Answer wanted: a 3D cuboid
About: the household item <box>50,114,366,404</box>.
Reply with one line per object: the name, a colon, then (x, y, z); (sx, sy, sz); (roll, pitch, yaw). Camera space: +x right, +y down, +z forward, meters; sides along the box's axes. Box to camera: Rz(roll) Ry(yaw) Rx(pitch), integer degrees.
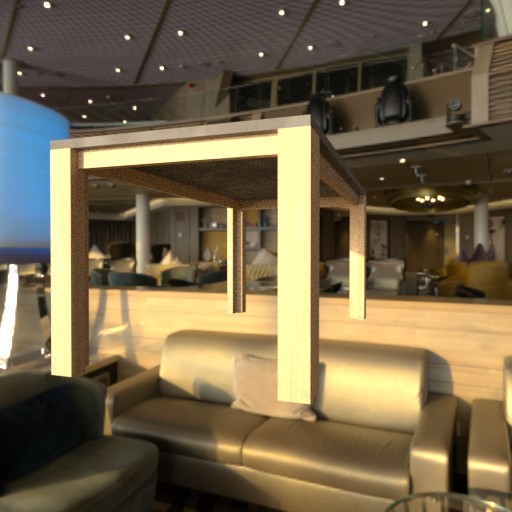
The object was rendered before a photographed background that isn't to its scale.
household item: (0.000, 0.000, 2.048); (0.850, 0.755, 1.600); (0, 1, 19)
